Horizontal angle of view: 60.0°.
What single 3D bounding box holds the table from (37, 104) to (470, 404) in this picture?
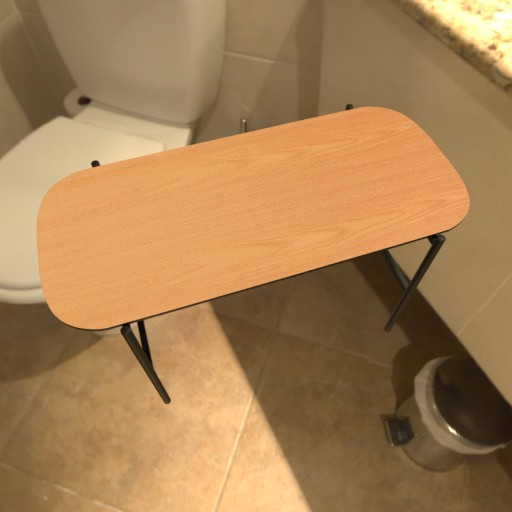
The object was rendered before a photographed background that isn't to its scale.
[{"bbox_3d":[0.000,0.000,1.007,0.800,0.400,0.400,-15,58,-10],"label":"table"}]
